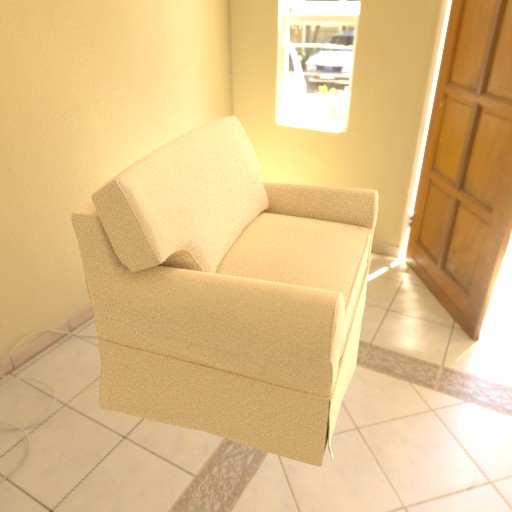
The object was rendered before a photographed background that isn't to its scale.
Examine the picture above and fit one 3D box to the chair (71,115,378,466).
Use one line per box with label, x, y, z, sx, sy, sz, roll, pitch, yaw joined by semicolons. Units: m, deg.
chair;0.000;0.000;1.803;0.904;0.958;1.099;10;30;17
